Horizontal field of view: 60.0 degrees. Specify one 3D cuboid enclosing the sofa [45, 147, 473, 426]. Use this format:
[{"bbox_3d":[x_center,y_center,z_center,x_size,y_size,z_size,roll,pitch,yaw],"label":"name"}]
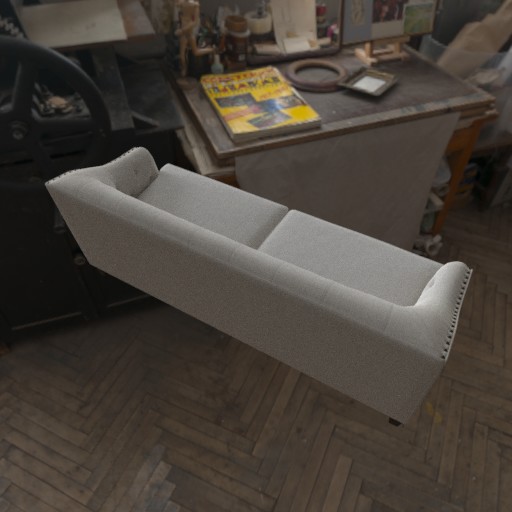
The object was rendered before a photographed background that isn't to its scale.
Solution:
[{"bbox_3d":[0.000,0.000,2.647,2.235,0.901,0.914,23,50,21],"label":"sofa"}]
